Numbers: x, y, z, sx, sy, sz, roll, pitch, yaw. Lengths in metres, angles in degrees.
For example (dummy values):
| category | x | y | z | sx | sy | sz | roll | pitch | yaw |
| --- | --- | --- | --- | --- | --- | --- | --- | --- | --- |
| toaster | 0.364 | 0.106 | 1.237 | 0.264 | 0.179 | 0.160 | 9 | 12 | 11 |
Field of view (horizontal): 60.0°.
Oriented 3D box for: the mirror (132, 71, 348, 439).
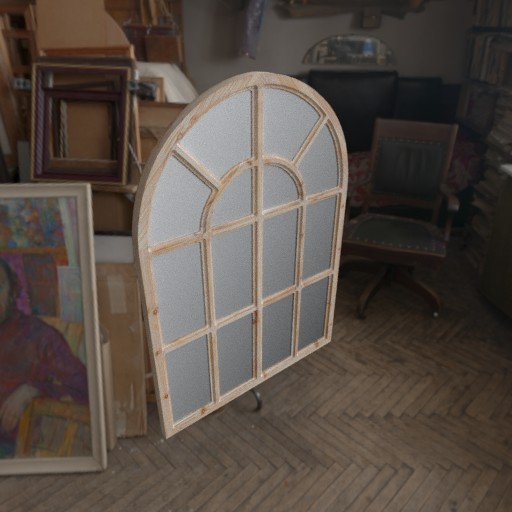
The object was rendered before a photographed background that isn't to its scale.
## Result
| category | x | y | z | sx | sy | sz | roll | pitch | yaw |
| --- | --- | --- | --- | --- | --- | --- | --- | --- | --- |
| mirror | 0.000 | 0.000 | 1.193 | 0.660 | 0.920 | 0.032 | -21 | 36 | -33 |
